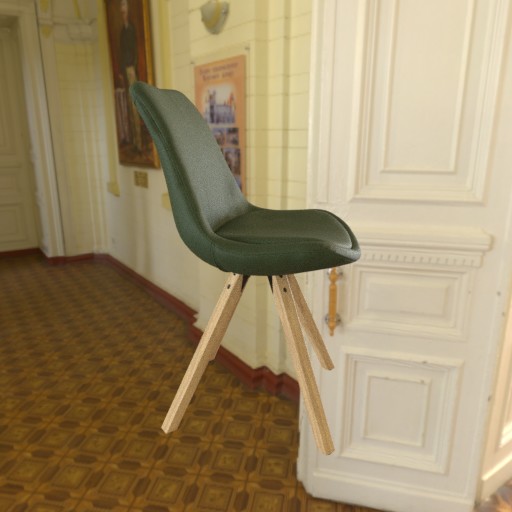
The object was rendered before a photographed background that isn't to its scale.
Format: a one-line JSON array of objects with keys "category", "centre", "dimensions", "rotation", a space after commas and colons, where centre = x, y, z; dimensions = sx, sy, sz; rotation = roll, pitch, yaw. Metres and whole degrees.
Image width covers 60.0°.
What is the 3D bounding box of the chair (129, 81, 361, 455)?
[{"category": "chair", "centre": [0.000, 0.000, 1.192], "dimensions": [0.547, 0.865, 0.483], "rotation": [3, 16, 9]}]
